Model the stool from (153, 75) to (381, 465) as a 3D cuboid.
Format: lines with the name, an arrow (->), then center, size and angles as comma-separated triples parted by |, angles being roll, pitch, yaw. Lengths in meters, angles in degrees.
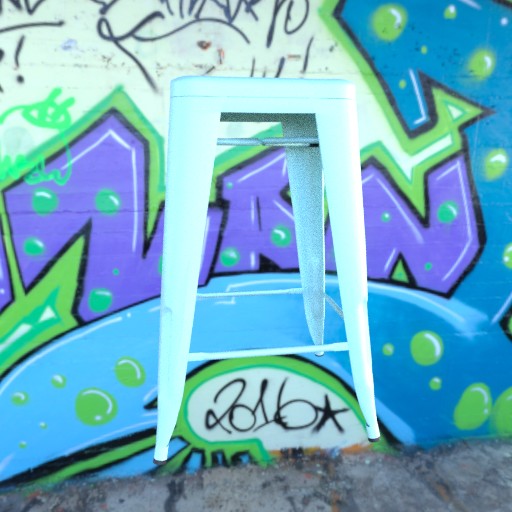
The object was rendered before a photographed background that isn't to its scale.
stool -> 0.000, 0.000, 0.851 | 0.399, 0.609, 0.359 | -2, 14, -9
